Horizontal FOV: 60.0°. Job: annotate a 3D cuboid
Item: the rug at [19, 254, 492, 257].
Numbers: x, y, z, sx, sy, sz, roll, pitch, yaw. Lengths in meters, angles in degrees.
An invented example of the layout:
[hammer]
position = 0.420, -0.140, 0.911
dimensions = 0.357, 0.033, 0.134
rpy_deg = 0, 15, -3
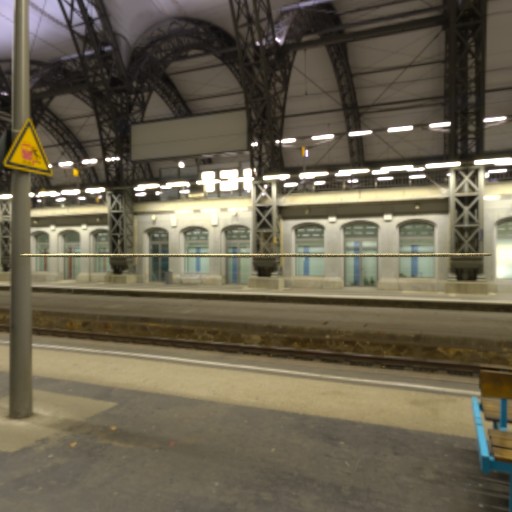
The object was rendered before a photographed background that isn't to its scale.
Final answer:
[rug]
position = 0.000, 0.000, 2.356
dimensions = 1.850, 0.015, 1.250
rpy_deg = 0, 0, 1
